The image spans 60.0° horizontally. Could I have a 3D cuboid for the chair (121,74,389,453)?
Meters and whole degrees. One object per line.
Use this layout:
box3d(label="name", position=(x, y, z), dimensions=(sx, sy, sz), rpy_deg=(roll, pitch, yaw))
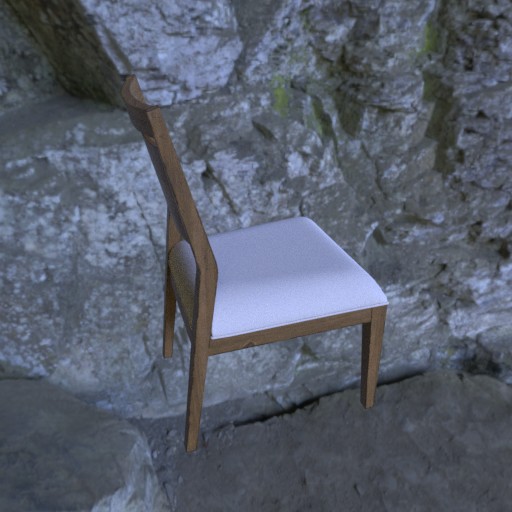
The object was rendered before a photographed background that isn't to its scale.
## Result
box3d(label="chair", position=(0.000, 0.000, 1.265), dimensions=(0.610, 0.939, 0.497), rpy_deg=(-10, 32, -16))
